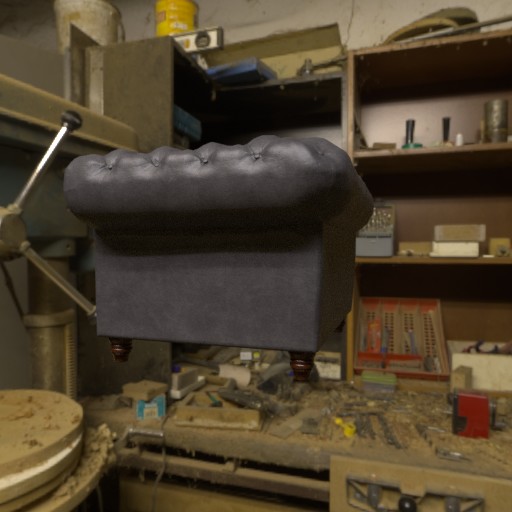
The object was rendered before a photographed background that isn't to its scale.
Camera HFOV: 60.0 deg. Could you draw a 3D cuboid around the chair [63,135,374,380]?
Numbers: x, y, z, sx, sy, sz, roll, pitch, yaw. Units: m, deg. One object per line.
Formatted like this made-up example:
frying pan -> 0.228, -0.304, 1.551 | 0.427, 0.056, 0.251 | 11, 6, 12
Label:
chair -> 0.000, 0.000, 1.929 | 0.943, 0.780, 1.298 | 0, 1, 18
